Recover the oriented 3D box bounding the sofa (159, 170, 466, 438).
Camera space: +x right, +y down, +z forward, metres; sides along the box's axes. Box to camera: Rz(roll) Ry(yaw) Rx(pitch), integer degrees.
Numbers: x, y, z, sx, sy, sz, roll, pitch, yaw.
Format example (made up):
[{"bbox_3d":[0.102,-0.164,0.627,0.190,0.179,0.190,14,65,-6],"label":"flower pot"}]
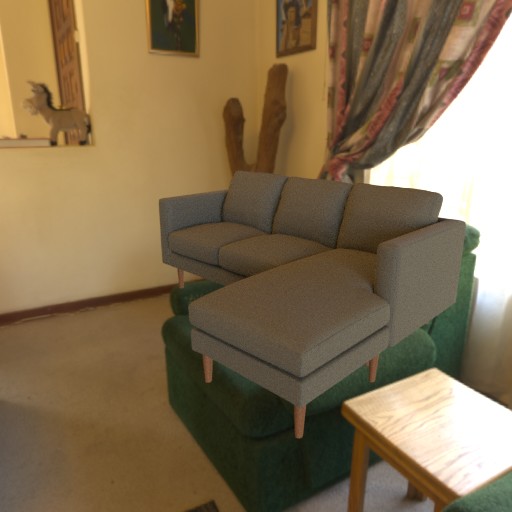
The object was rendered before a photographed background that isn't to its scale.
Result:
[{"bbox_3d":[0.000,0.000,2.879,2.031,0.897,1.591,16,23,42],"label":"sofa"}]
